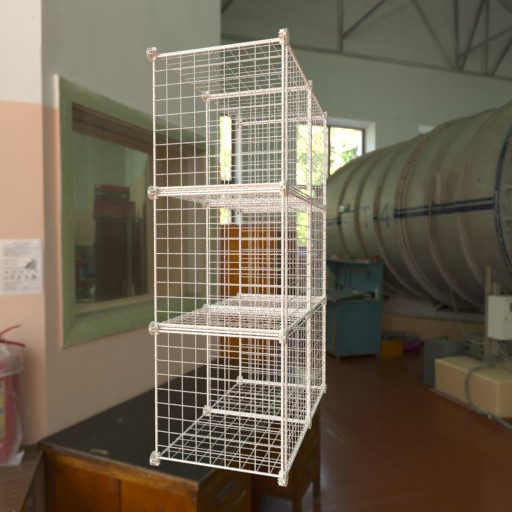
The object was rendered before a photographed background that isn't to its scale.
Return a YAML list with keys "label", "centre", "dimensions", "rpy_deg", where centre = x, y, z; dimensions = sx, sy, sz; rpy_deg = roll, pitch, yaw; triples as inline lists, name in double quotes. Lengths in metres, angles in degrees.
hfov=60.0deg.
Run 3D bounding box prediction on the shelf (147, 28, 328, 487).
- label: "shelf"
  centre: [0.000, 0.000, 1.409]
  dimensions: [0.356, 1.067, 0.711]
  rpy_deg: [1, 2, 17]
